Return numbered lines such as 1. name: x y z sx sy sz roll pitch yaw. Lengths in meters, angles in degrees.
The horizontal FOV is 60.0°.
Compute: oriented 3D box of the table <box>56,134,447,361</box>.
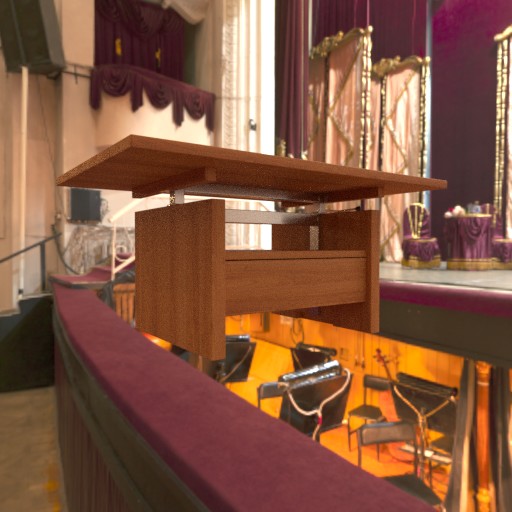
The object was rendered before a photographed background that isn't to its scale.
1. table: 0.000 0.000 1.482 1.100 0.510 0.700 -1 2 -35
